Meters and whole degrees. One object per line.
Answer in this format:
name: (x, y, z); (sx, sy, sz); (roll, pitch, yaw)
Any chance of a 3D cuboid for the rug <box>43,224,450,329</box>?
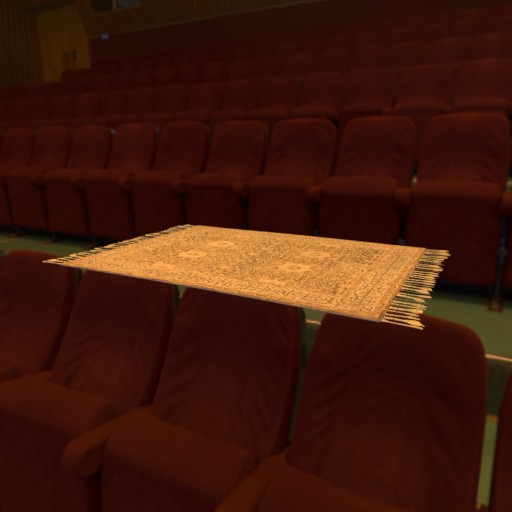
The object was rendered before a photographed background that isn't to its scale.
rug: (0.000, 0.000, 3.150); (2.465, 0.023, 1.619); (7, 16, 27)
